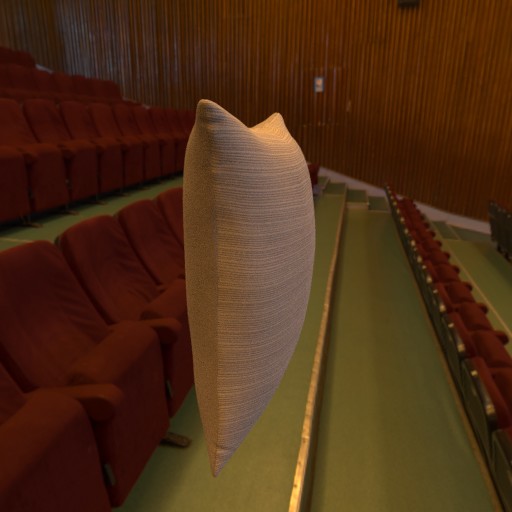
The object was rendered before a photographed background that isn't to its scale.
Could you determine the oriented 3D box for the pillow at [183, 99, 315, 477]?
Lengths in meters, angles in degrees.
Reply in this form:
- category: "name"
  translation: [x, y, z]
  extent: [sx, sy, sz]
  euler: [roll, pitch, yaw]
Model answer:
- category: "pillow"
  translation: [0.000, 0.000, 0.778]
  extent: [0.204, 0.497, 0.512]
  euler: [3, 17, 11]
